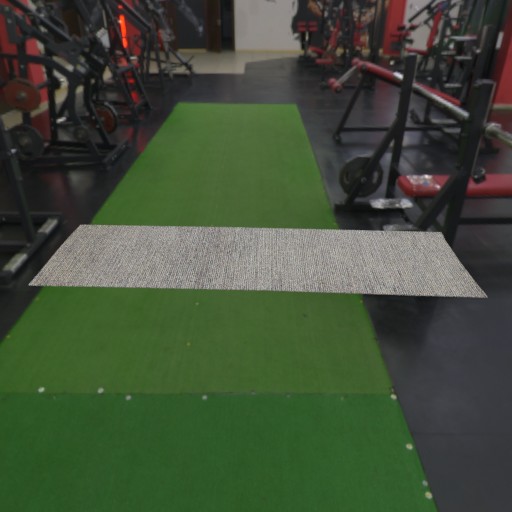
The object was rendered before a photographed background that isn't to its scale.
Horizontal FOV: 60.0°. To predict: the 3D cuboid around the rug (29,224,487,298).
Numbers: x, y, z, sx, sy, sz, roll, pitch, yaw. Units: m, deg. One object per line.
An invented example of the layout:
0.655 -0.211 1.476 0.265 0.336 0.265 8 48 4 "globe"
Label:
0.000 0.000 2.542 2.335 0.013 0.697 1 31 2 "rug"
